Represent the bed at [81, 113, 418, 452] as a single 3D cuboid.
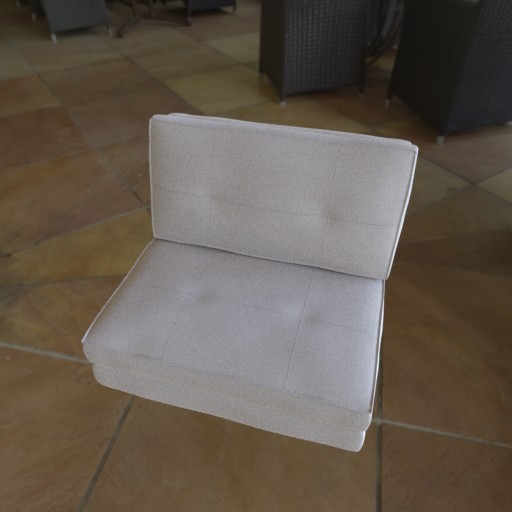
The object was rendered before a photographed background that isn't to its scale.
[{"bbox_3d":[0.000,0.000,1.305,0.799,0.614,0.749,10,42,12],"label":"bed"}]
